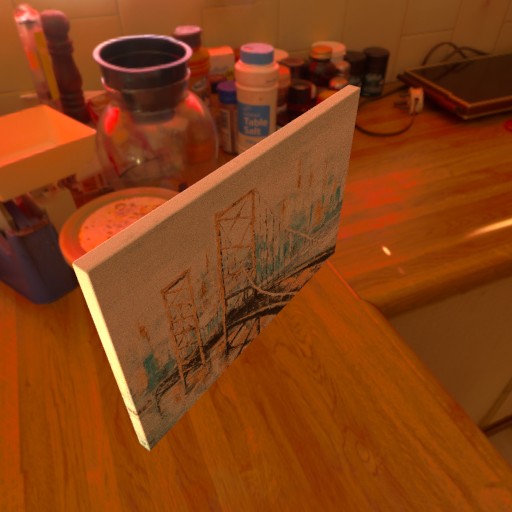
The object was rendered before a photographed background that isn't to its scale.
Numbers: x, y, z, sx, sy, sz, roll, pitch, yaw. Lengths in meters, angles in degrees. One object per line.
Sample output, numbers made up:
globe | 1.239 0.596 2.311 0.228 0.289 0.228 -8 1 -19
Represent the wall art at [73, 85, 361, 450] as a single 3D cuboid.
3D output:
wall art | 0.000 0.000 1.158 0.038 0.609 0.913 27 48 26
